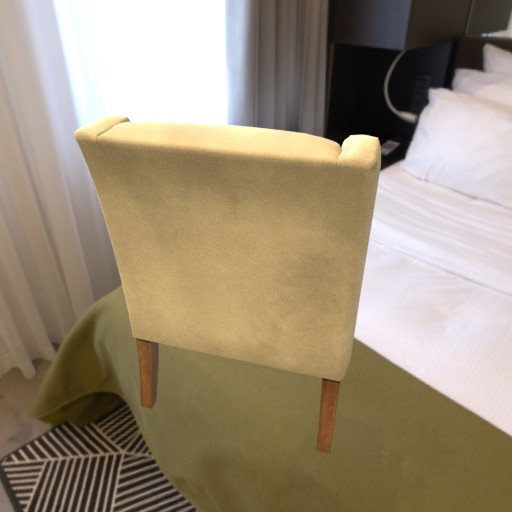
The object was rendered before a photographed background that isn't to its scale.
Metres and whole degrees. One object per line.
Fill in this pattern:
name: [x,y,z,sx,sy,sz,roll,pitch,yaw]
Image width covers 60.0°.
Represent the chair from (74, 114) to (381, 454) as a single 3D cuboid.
chair: [0.000,0.000,1.315,0.629,0.895,0.629,9,33,14]
